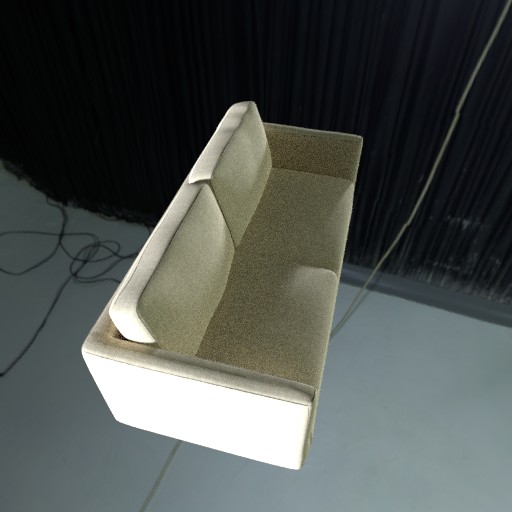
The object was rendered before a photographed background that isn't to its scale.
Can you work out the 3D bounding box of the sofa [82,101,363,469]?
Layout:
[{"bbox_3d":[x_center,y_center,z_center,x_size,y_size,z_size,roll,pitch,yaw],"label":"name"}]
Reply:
[{"bbox_3d":[0.000,0.000,2.440,0.950,0.963,1.884,11,47,10],"label":"sofa"}]
